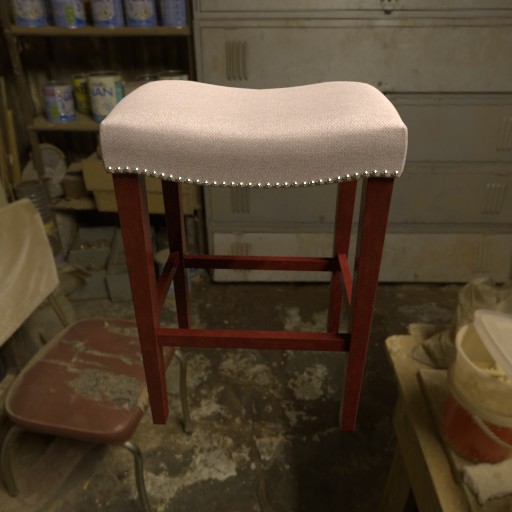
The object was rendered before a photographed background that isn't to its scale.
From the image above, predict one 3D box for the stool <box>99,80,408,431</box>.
[{"bbox_3d":[0.000,0.000,1.027,0.504,0.742,0.372,1,30,2],"label":"stool"}]
